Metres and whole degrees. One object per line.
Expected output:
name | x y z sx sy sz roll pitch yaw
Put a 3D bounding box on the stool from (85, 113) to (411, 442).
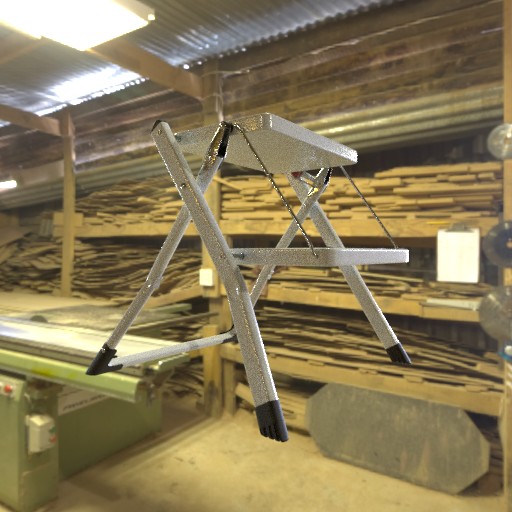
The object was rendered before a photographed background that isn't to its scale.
stool | 0.000 0.000 0.856 0.490 0.445 0.485 0 1 37
